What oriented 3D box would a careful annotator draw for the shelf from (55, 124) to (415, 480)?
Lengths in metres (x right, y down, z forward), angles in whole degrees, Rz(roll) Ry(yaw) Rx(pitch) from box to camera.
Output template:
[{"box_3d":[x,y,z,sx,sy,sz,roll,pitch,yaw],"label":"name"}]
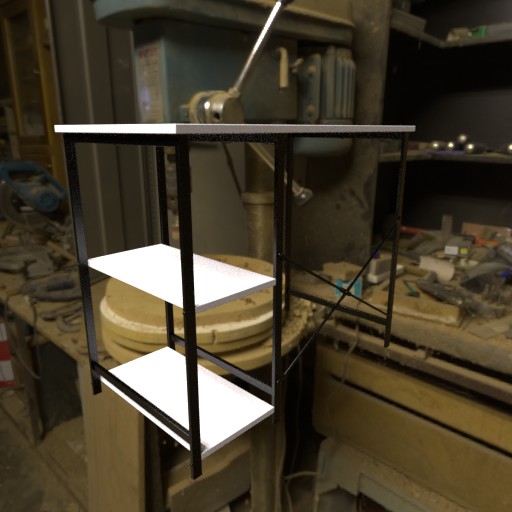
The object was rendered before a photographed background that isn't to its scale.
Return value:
[{"box_3d":[0.000,0.000,1.330,0.498,0.750,0.902,15,22,42],"label":"shelf"}]
